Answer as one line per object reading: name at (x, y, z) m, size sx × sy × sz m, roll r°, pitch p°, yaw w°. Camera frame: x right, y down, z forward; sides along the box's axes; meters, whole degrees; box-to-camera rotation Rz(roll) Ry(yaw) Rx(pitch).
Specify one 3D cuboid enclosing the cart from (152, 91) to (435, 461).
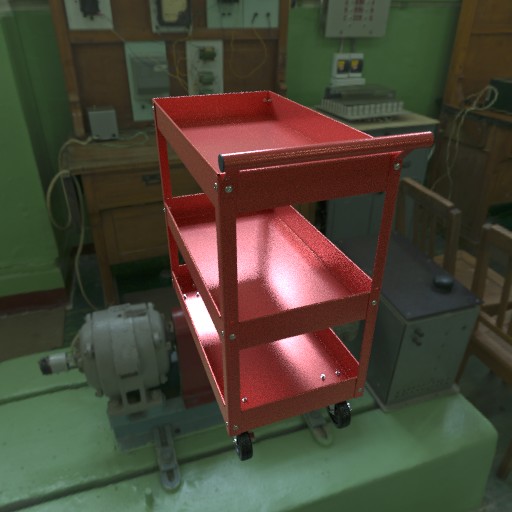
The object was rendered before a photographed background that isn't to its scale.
cart at (0.000, 0.000, 1.159) m, size 0.366 × 0.780 × 0.719 m, roll -10°, pitch 32°, yaw -18°
